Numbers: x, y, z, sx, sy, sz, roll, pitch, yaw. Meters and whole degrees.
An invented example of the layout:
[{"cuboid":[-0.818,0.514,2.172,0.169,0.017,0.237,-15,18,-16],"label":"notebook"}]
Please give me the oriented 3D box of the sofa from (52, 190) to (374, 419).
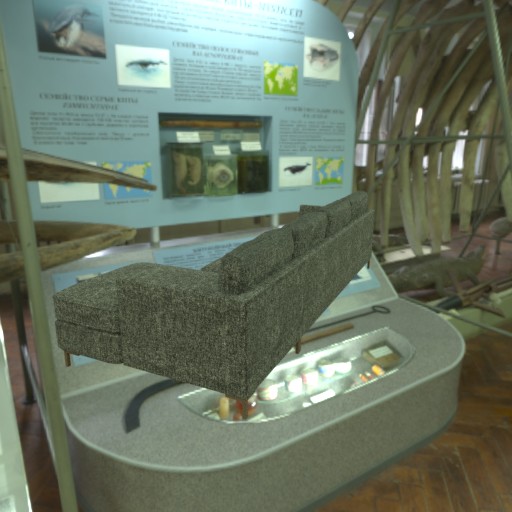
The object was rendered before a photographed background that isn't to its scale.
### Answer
[{"cuboid":[0.000,0.000,4.159,1.488,0.970,3.384,7,17,25],"label":"sofa"}]
